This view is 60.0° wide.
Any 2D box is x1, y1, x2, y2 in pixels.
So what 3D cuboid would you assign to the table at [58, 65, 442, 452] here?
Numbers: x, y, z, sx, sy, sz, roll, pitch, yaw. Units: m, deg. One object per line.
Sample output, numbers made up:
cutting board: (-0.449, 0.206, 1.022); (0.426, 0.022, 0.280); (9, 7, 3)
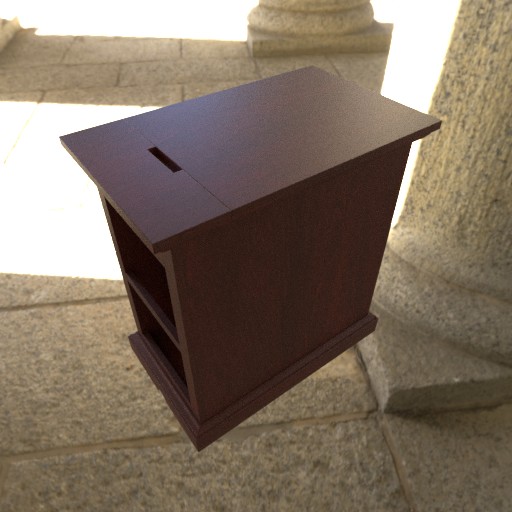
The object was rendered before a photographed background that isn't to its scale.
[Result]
table: (0.000, 0.000, 0.992); (0.584, 0.612, 0.356); (-26, 48, -26)
